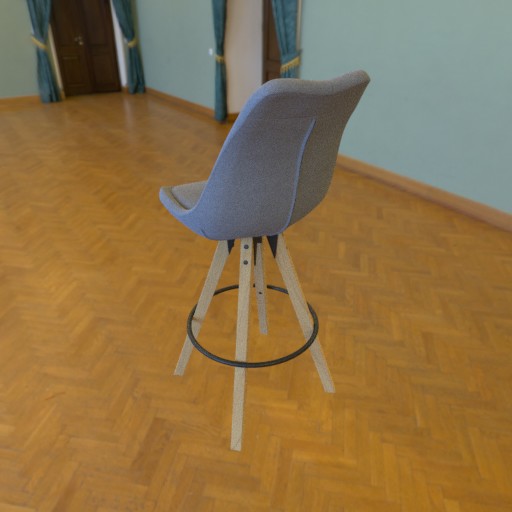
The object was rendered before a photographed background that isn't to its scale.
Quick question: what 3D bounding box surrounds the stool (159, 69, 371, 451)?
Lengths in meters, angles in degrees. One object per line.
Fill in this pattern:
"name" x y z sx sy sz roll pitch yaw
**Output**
"stool" 0.000 0.000 1.386 0.485 1.115 0.550 -20 35 -30
